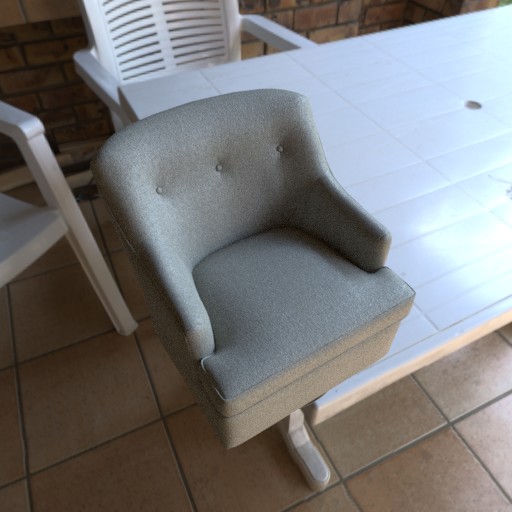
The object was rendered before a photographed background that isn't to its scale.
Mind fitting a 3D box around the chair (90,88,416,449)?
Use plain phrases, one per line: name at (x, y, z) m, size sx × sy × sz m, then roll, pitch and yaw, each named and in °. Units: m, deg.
chair at (0.000, 0.000, 1.647) m, size 0.864 × 0.856 × 0.923 m, roll -24°, pitch 50°, yaw -21°
